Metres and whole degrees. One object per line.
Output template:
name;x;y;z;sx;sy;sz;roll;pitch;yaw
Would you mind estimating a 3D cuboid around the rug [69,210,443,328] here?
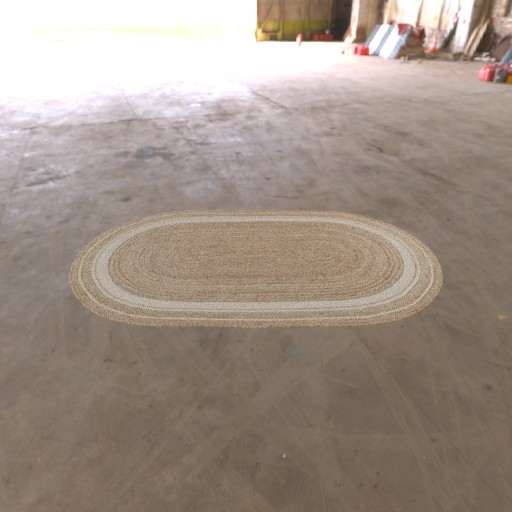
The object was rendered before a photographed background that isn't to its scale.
rug;0.000;0.000;3.003;2.432;0.006;1.520;0;30;0
